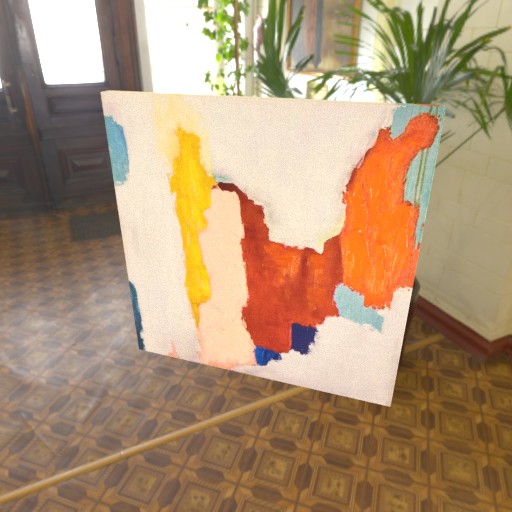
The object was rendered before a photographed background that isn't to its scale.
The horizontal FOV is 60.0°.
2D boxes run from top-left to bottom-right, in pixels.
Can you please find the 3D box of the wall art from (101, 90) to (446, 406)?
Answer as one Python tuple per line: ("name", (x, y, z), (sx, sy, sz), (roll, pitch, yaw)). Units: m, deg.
("wall art", (0.000, 0.000, 1.201), (0.814, 0.814, 0.037), (8, 28, 16))
